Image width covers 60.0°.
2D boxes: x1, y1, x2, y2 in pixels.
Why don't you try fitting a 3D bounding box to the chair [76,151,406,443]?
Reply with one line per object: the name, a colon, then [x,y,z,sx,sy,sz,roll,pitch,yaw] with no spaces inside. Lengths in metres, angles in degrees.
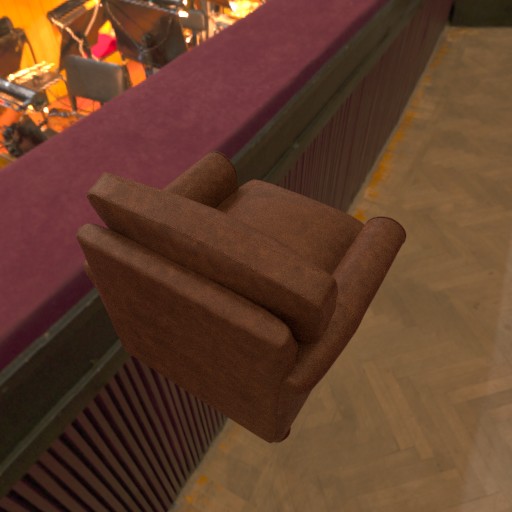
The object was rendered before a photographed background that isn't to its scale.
chair: [0.000,0.000,1.798,0.996,0.976,1.002,25,53,21]
